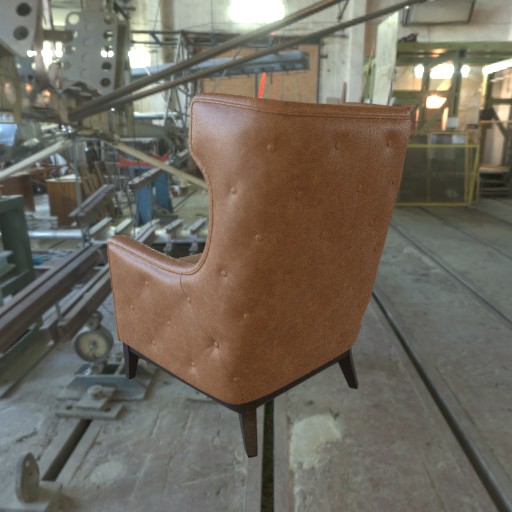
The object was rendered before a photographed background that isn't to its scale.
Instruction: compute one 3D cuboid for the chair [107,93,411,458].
[{"bbox_3d":[0.000,0.000,1.626,0.766,1.079,0.899,-14,21,-41],"label":"chair"}]
